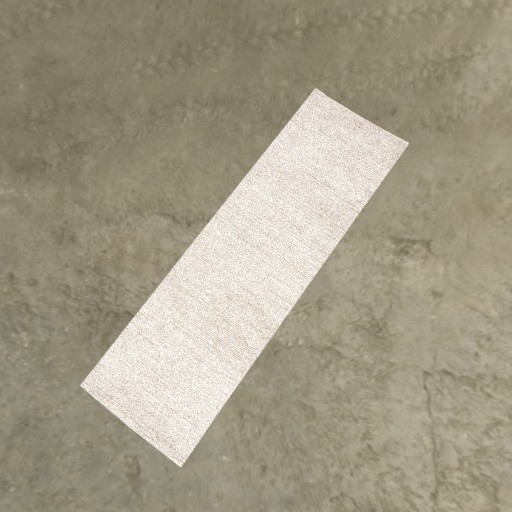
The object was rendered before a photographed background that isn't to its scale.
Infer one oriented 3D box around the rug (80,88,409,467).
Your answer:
[{"bbox_3d":[0.000,0.000,2.631,0.712,0.013,2.346,35,78,9],"label":"rug"}]
